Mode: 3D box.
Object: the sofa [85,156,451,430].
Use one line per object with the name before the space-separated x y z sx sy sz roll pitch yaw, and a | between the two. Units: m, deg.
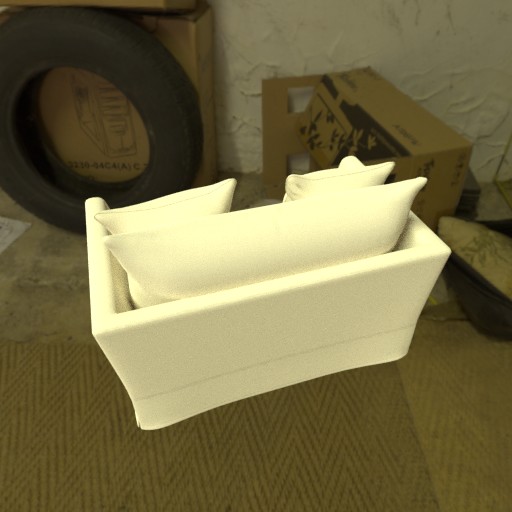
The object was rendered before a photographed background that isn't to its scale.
sofa | 0.000 0.000 2.338 1.608 1.039 1.026 -12 42 -14
